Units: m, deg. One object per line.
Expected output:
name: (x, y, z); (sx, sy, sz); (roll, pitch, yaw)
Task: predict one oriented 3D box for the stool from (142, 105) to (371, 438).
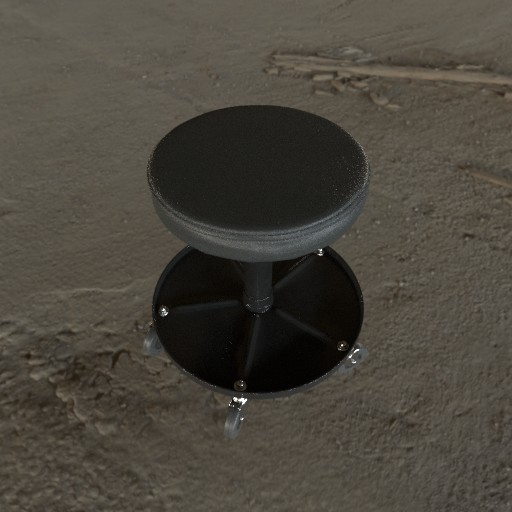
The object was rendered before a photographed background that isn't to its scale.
stool: (0.000, 0.000, 0.677); (0.382, 0.365, 0.381); (32, 55, 27)
